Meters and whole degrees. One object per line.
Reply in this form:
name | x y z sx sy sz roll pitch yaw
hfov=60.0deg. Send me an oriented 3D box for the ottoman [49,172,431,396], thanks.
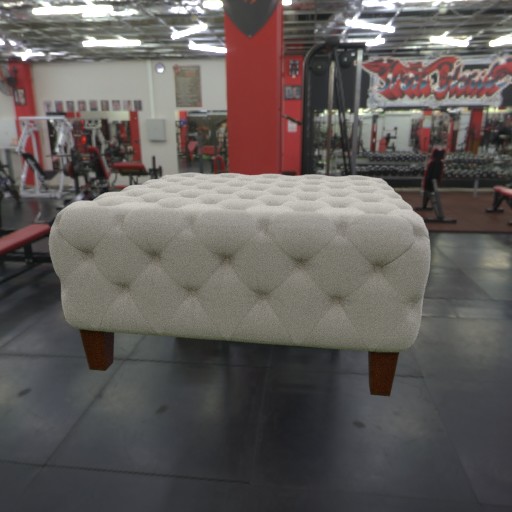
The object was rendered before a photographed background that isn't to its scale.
ottoman | 0.000 0.000 1.205 0.753 0.376 0.755 3 16 9
